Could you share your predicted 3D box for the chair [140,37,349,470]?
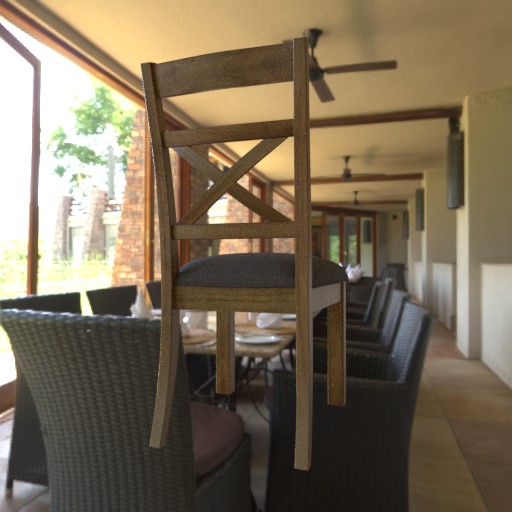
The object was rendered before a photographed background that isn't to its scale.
[{"bbox_3d":[0.000,0.000,1.269,0.470,0.949,0.581,0,-1,18],"label":"chair"}]
